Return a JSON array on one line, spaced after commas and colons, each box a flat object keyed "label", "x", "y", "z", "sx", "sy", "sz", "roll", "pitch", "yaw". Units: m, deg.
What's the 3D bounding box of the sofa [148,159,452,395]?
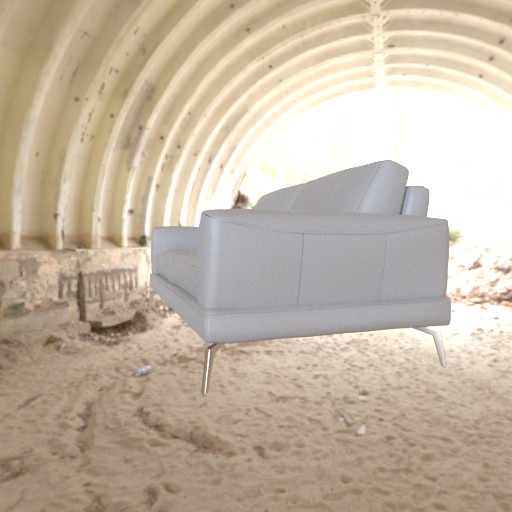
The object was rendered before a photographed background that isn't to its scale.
[{"label": "sofa", "x": 0.000, "y": 0.000, "z": 2.695, "sx": 1.121, "sy": 0.930, "sz": 2.177, "roll": -1, "pitch": 2, "yaw": -18}]
